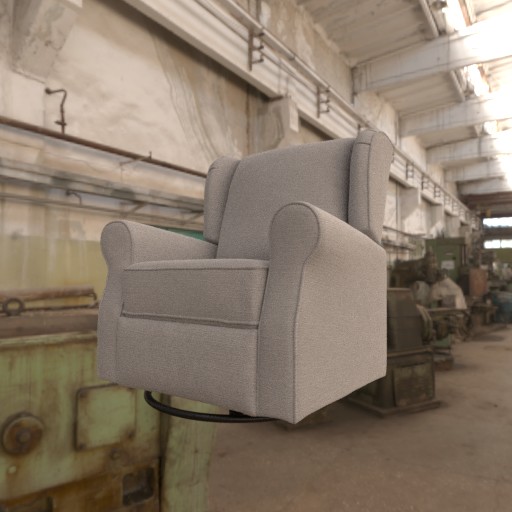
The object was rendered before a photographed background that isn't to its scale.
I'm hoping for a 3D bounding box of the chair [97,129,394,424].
[{"bbox_3d":[0.000,0.000,1.663,0.906,0.966,0.854,-1,-2,35],"label":"chair"}]
